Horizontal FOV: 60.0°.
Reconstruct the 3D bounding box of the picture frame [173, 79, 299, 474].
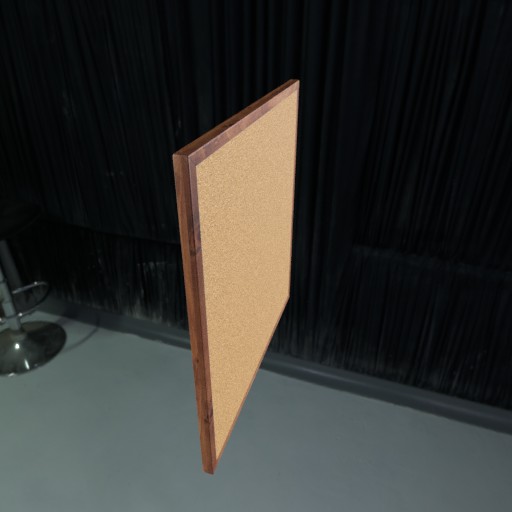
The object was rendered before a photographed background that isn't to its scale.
[{"bbox_3d":[0.000,0.000,1.244,0.029,0.817,0.810,9,31,15],"label":"picture frame"}]
